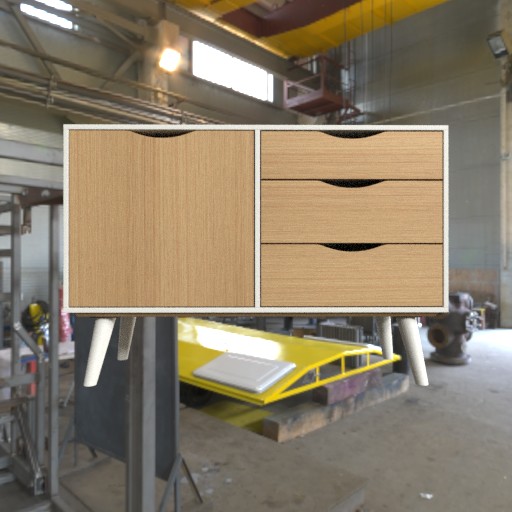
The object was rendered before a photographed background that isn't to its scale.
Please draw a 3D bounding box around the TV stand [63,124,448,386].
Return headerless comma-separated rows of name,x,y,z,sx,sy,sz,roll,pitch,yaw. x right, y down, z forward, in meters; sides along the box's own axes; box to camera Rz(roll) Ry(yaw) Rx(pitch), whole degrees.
TV stand,0.000,0.000,1.575,1.193,0.812,0.406,0,0,0
